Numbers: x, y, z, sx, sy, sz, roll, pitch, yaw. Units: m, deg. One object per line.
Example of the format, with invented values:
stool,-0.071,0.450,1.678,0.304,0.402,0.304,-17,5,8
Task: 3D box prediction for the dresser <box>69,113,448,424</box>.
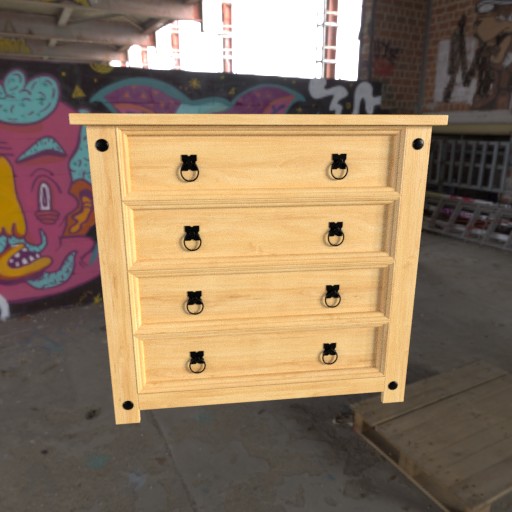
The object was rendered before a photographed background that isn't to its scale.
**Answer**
dresser,0.000,0.000,1.219,0.800,0.730,0.410,-2,16,-7
